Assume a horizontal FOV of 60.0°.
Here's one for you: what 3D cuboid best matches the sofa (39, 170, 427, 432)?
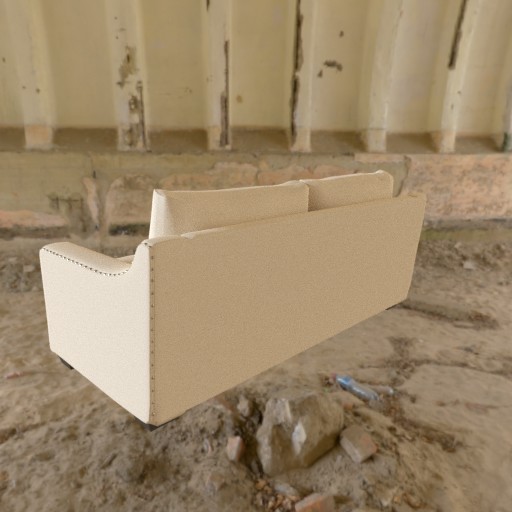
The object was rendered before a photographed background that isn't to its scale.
[{"bbox_3d":[0.000,0.000,2.276,0.949,0.830,1.812,14,20,43],"label":"sofa"}]
